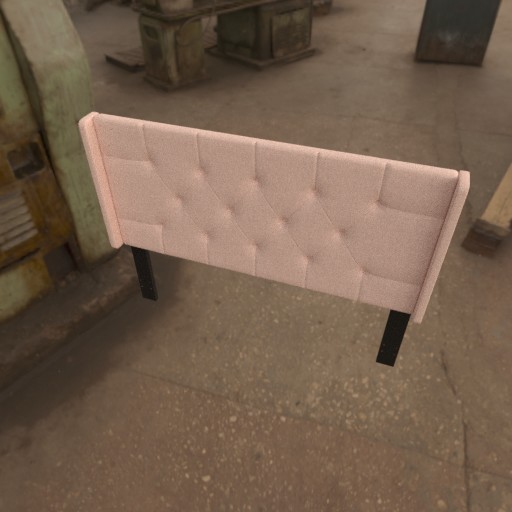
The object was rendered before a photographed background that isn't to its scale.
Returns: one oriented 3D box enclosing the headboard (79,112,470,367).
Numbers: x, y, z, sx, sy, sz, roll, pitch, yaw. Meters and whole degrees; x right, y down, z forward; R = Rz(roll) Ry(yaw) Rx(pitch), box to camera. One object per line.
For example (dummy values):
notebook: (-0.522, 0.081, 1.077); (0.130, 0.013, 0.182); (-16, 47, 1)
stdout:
headboard: (0.000, 0.000, 2.755); (2.051, 1.524, 0.184); (13, 42, 15)
